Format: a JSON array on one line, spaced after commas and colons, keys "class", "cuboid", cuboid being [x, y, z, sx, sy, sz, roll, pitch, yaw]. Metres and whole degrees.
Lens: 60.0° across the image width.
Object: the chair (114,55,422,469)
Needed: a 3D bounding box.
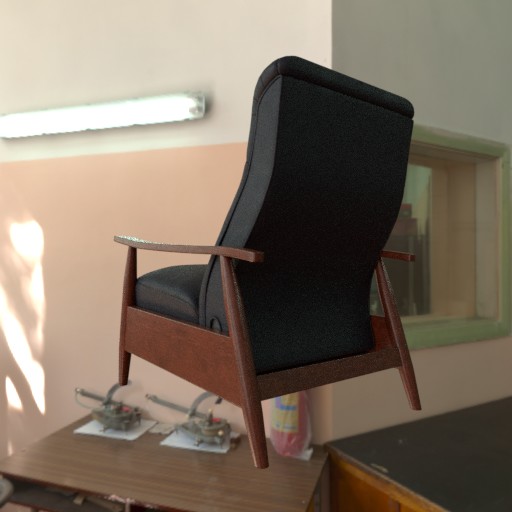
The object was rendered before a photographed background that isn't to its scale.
[{"class": "chair", "cuboid": [0.000, 0.000, 1.726, 0.762, 1.082, 1.014, 0, -1, -38]}]
